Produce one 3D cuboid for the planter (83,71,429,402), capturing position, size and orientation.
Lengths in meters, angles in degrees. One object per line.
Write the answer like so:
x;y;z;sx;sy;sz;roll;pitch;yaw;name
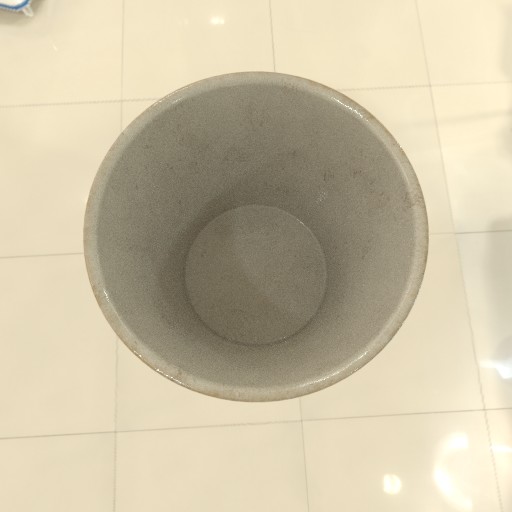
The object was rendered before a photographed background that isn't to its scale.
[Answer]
0.000;0.000;0.327;0.192;0.165;0.192;0;76;0;planter
